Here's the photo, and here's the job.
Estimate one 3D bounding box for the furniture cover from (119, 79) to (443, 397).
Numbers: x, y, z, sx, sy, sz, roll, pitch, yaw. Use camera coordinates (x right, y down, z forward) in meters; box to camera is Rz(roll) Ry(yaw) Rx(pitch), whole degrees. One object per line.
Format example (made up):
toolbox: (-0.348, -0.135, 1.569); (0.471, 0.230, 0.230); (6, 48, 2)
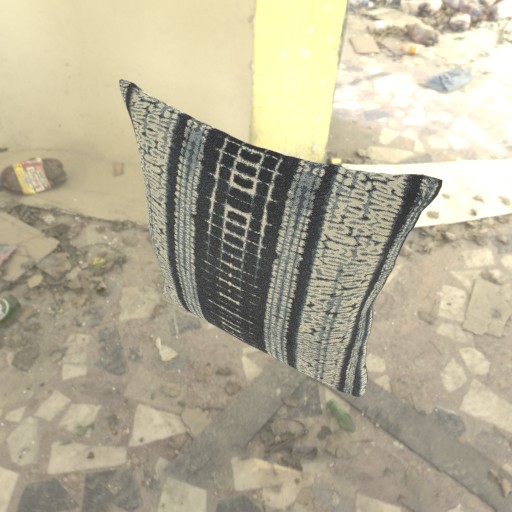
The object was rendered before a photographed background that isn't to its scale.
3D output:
furniture cover: (0.000, 0.000, 0.658); (0.425, 0.435, 0.133); (24, 50, 22)
